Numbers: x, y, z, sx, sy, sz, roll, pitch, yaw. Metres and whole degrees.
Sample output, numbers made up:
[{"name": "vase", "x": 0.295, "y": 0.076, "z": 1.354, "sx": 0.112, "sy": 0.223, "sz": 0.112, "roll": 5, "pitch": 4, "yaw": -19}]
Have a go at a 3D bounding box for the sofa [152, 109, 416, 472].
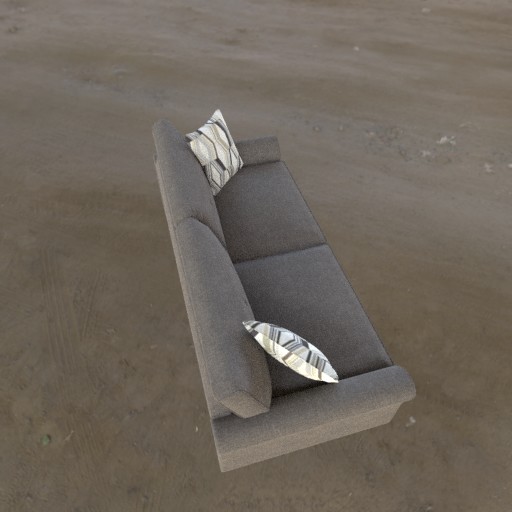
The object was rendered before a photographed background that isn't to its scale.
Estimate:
[{"name": "sofa", "x": 0.000, "y": 0.000, "z": 2.513, "sx": 0.889, "sy": 0.813, "sz": 2.032, "roll": -12, "pitch": 49, "yaw": -11}]
